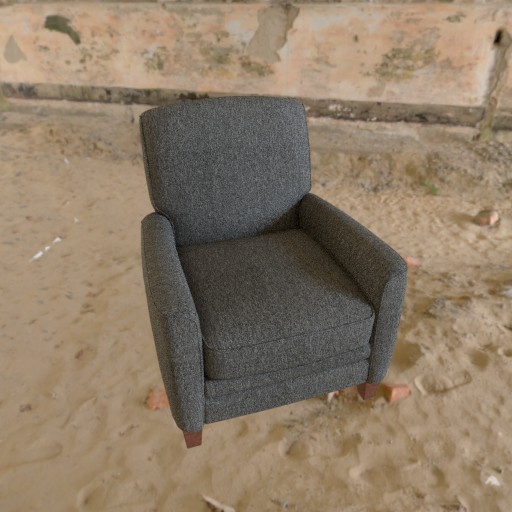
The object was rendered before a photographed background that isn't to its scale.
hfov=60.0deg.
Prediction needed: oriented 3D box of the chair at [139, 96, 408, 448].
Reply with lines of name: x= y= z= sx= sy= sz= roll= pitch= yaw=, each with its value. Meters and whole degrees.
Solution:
chair: x=0.000 y=0.000 z=1.689 sx=0.848 sy=1.014 sz=0.864 roll=-10 pitch=32 yaw=-15
